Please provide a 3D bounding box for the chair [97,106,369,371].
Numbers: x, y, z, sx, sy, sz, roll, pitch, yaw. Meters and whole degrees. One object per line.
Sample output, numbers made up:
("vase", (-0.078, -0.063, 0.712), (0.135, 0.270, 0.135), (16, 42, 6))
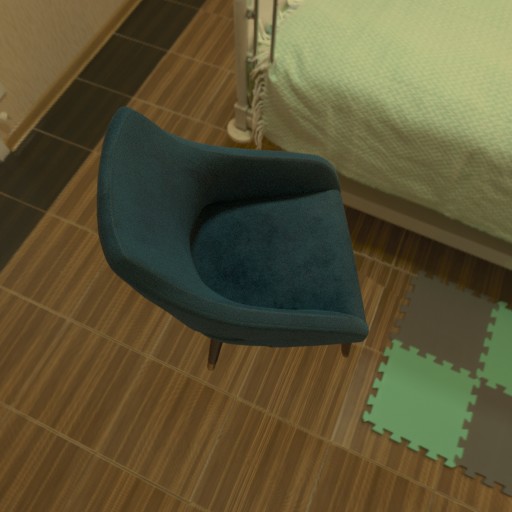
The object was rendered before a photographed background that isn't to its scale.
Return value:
("chair", (0.000, 0.000, 1.593), (0.794, 1.081, 0.683), (-4, 65, -2))
